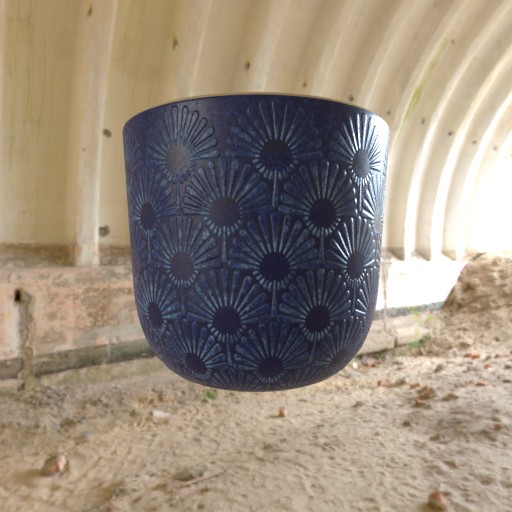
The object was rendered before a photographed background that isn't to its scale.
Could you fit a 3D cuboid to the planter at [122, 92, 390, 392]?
[{"bbox_3d":[0.000,0.000,0.357,0.206,0.190,0.206,0,0,0],"label":"planter"}]
